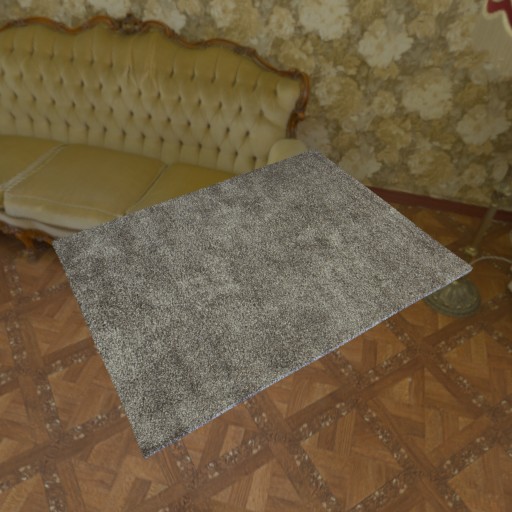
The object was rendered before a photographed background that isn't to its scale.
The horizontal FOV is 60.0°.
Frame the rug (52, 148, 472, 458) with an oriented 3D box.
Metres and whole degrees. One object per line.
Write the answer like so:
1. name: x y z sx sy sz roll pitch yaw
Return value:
1. rug: 0.000 0.000 2.100 1.601 0.025 1.198 -24 50 -22
